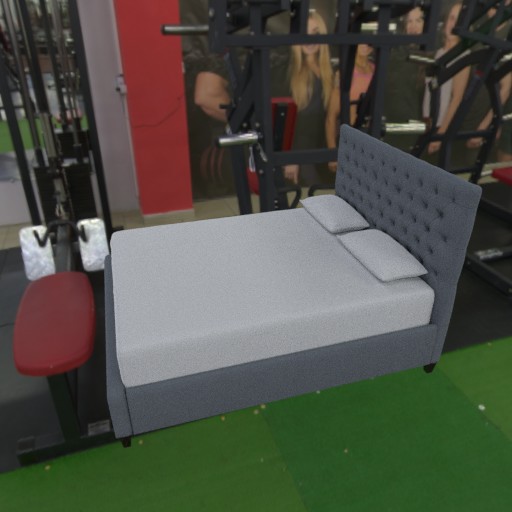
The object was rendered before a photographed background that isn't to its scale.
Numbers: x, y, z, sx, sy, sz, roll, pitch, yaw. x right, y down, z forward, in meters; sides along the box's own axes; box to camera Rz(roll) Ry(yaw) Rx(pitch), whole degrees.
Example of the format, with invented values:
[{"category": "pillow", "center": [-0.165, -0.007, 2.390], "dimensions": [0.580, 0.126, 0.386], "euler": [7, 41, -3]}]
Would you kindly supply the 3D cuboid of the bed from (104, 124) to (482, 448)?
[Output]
[{"category": "bed", "center": [0.000, 0.000, 3.274], "dimensions": [2.231, 1.427, 1.698], "euler": [-9, 30, -15]}]
